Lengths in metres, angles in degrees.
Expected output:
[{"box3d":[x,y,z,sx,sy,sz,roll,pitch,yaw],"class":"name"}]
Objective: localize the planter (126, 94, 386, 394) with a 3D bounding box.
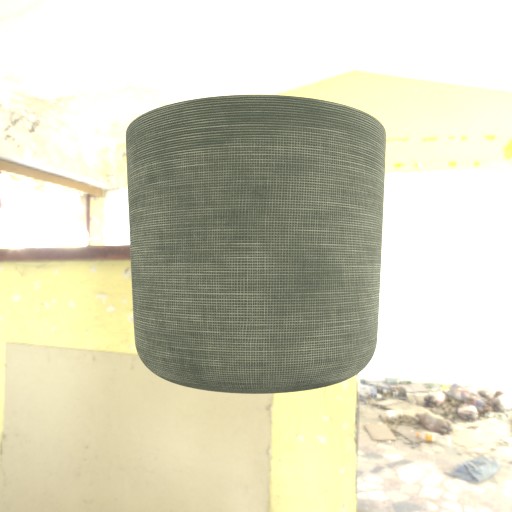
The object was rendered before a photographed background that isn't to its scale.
[{"box3d":[0.000,0.000,0.775,0.440,0.398,0.440,0,-2,0],"class":"planter"}]
